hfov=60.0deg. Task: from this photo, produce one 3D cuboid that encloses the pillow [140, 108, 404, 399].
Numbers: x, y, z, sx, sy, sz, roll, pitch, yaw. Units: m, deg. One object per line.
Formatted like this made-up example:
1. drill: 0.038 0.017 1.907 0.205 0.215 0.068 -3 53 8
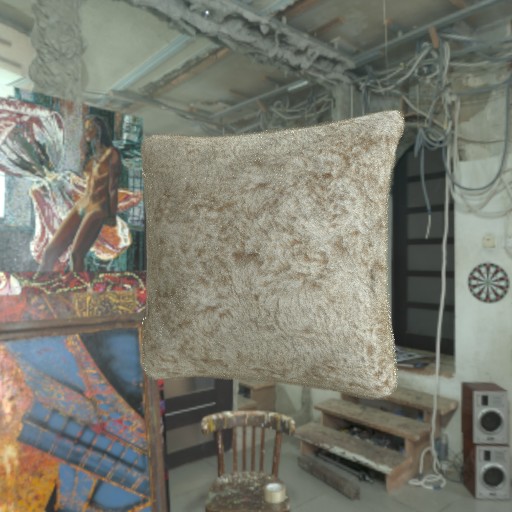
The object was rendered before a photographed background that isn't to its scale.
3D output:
1. pillow: 0.000 0.000 0.840 0.538 0.525 0.216 0 -1 20
